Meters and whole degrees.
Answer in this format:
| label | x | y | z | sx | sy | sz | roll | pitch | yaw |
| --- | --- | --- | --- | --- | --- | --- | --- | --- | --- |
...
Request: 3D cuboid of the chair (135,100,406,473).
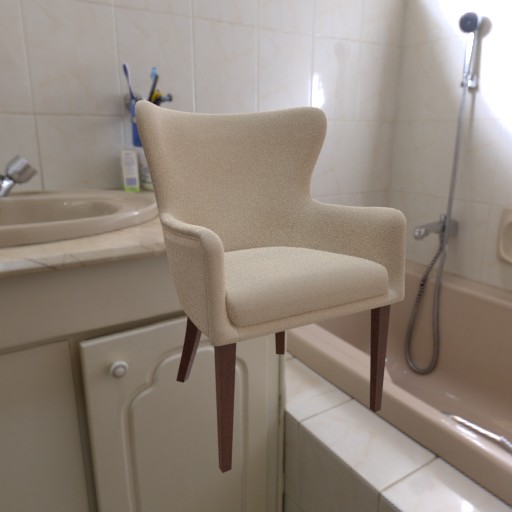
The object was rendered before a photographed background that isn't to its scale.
| label | x | y | z | sx | sy | sz | roll | pitch | yaw |
| --- | --- | --- | --- | --- | --- | --- | --- | --- | --- |
| chair | 0.000 | 0.000 | 1.493 | 0.696 | 0.990 | 0.744 | -8 | 17 | -28 |
